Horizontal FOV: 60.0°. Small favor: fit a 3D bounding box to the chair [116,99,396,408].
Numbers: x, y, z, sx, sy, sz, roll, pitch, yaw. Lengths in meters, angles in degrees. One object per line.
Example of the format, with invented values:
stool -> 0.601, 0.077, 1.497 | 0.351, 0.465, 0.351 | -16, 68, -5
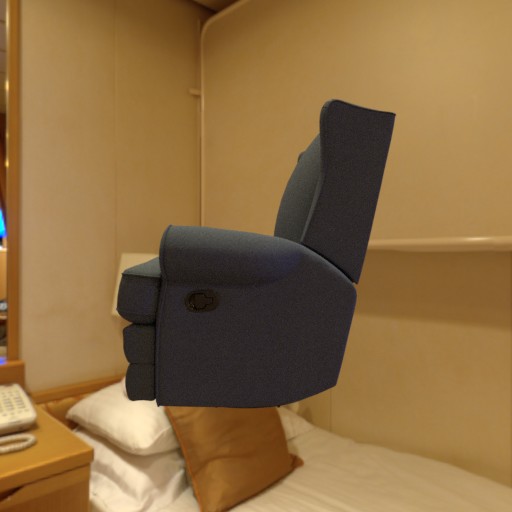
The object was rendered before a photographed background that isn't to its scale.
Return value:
chair -> 0.000, 0.000, 1.742 | 0.877, 1.020, 0.971 | 0, 0, -1
